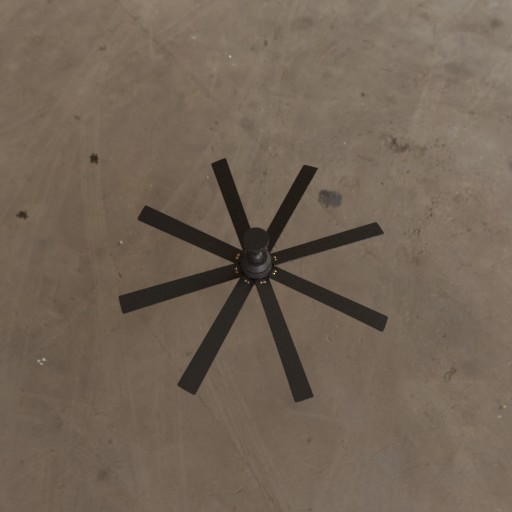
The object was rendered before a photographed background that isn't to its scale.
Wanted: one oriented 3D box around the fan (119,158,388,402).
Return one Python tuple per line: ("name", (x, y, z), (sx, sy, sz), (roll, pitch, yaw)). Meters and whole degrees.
("fan", (0.000, 0.000, 2.846), (1.830, 0.472, 1.830), (-16, 65, -8))
